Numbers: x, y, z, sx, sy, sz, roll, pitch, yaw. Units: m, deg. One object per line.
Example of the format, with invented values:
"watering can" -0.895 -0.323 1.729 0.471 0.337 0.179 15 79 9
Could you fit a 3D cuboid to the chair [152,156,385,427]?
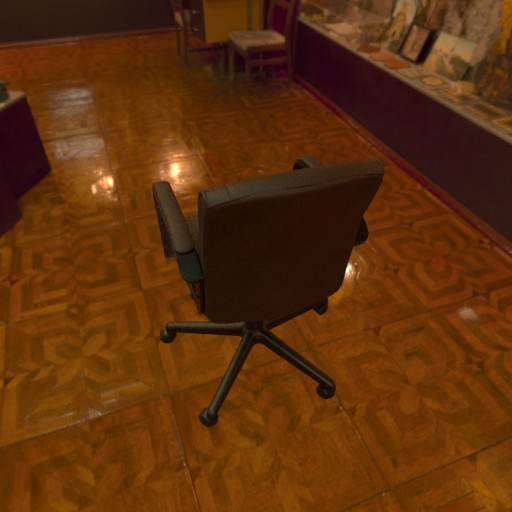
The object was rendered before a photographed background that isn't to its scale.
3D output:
"chair" 0.000 0.000 1.513 0.739 1.004 0.717 -12 43 -14
